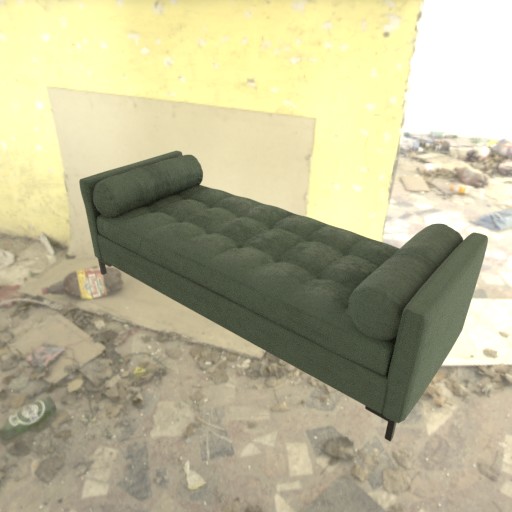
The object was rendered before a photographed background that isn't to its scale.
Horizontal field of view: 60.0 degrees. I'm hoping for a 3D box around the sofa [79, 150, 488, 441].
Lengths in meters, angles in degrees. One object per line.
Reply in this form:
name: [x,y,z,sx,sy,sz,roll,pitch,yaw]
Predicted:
sofa: [0.000,0.000,2.469,2.130,0.681,0.817,22,37,33]
